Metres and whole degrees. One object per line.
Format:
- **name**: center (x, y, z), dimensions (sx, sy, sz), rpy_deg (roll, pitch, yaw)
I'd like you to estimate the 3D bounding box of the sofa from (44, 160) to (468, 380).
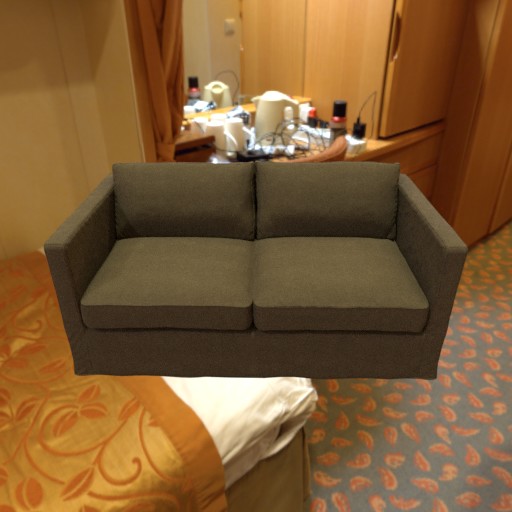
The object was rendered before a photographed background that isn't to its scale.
- **sofa**: center (0.000, 0.000, 2.366), dimensions (1.802, 0.854, 0.974), rpy_deg (0, 29, 1)
